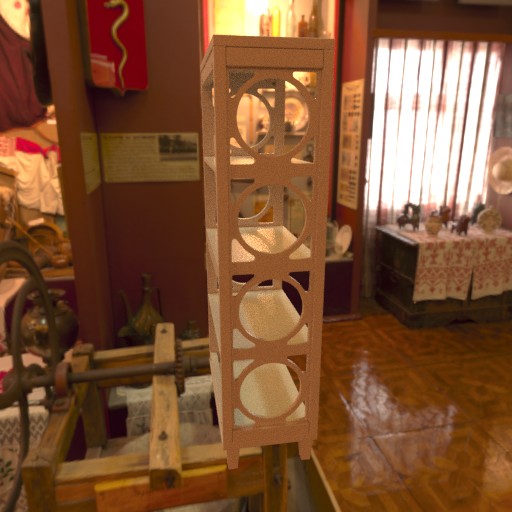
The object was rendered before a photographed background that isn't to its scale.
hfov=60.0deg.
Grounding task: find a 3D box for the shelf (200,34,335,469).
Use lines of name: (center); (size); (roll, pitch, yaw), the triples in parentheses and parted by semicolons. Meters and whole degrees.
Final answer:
shelf: (0.000, 0.000, 1.684); (0.340, 1.411, 0.611); (-3, 16, -10)
